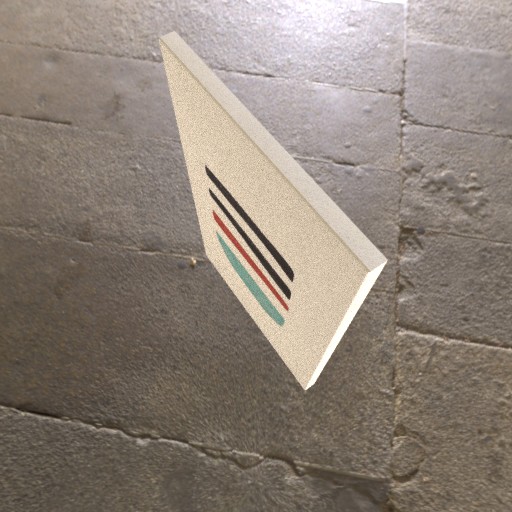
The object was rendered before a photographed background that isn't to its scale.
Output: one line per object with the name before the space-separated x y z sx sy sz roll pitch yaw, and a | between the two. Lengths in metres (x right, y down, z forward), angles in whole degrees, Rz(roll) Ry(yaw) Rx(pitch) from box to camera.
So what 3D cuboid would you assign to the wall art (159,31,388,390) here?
wall art | 0.000 0.000 1.151 0.038 0.912 0.607 -32 67 -15
